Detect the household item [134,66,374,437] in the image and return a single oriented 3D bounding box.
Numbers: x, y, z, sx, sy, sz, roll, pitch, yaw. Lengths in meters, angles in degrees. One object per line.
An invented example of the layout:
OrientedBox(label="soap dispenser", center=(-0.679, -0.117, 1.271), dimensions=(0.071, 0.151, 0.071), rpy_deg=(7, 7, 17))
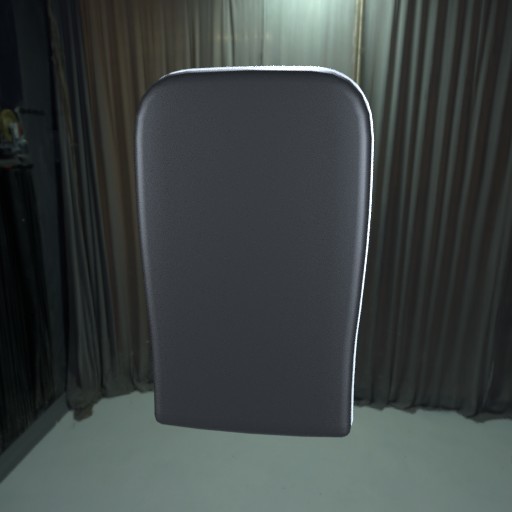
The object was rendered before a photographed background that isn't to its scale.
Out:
OrientedBox(label="household item", center=(0.000, 0.000, 0.148), dimensions=(0.070, 0.114, 0.038), rpy_deg=(2, 15, 6))
